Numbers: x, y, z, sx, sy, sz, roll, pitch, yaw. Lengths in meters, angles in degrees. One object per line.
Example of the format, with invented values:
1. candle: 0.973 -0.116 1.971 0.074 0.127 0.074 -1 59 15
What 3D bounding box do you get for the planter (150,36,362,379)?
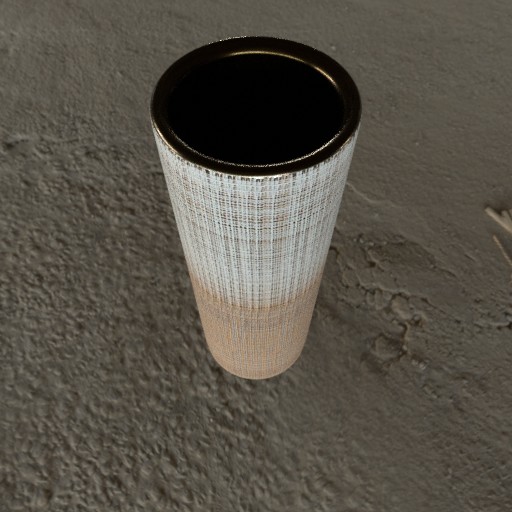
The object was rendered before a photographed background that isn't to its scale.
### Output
1. planter: 0.000 0.000 0.322 0.099 0.278 0.099 -1 58 -1
